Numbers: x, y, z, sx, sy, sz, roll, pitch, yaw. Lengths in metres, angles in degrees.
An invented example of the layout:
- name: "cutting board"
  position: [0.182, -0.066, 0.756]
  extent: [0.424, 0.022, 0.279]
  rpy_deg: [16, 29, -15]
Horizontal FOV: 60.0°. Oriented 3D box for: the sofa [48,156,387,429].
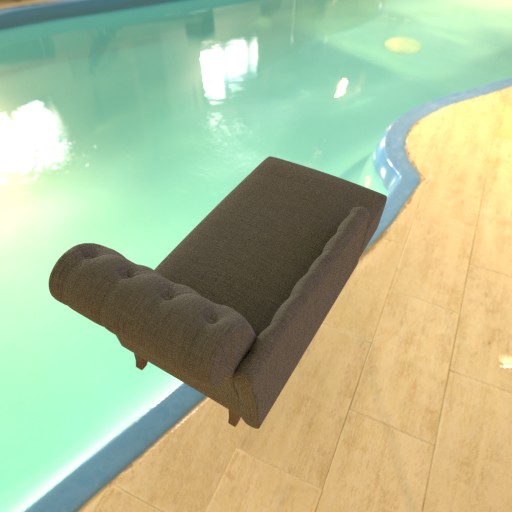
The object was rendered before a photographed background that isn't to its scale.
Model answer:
- name: "sofa"
  position: [0.000, 0.000, 1.830]
  extent: [0.675, 0.787, 1.379]
  rpy_deg: [24, 51, 21]
